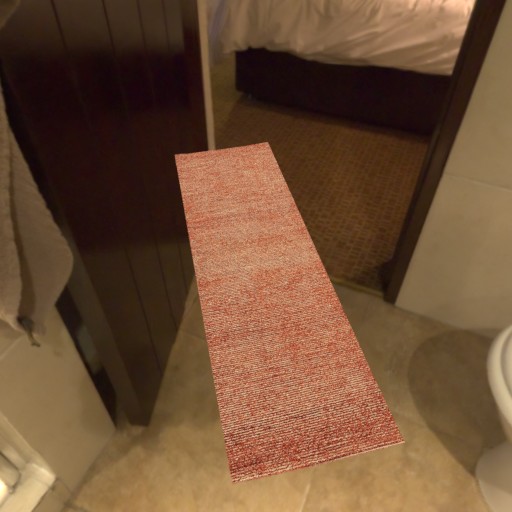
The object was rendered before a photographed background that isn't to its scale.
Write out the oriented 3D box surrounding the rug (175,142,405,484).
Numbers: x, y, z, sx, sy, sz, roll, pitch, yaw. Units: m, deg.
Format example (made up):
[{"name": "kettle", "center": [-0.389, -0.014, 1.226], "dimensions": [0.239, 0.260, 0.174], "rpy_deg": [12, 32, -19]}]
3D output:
[{"name": "rug", "center": [0.000, 0.000, 2.548], "dimensions": [0.718, 0.013, 2.353], "rpy_deg": [-9, 46, -9]}]
